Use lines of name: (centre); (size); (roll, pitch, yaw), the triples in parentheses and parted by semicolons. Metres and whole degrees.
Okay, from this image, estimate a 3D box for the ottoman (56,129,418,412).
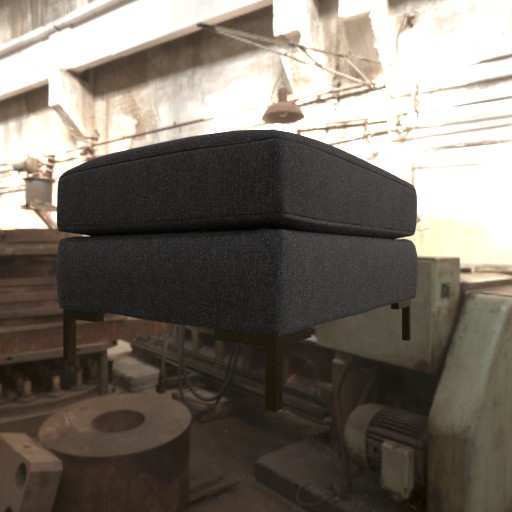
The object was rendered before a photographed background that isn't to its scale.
ottoman: (0.000, 0.000, 1.268); (0.695, 0.533, 0.831); (0, 0, 35)
